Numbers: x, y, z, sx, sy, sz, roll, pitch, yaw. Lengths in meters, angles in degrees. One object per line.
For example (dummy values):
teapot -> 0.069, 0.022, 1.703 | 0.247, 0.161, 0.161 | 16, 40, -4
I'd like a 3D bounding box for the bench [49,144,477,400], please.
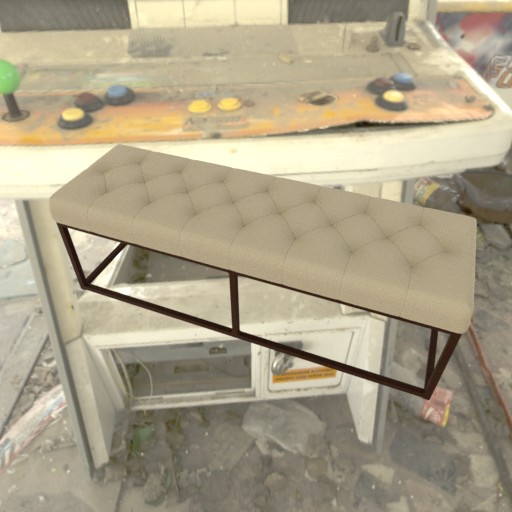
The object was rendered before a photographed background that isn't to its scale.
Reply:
bench -> 0.000, 0.000, 1.722 | 1.488, 0.488, 0.479 | 15, 44, 16
